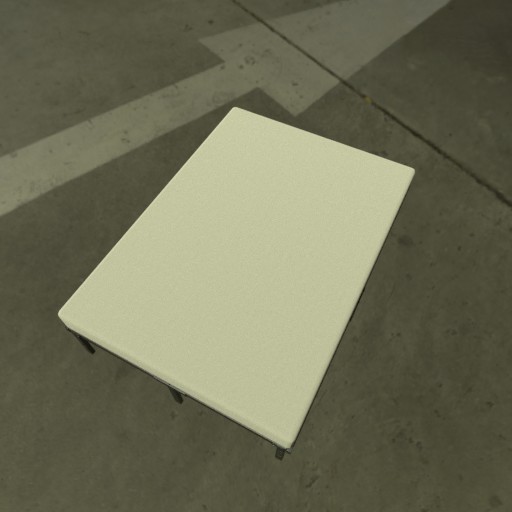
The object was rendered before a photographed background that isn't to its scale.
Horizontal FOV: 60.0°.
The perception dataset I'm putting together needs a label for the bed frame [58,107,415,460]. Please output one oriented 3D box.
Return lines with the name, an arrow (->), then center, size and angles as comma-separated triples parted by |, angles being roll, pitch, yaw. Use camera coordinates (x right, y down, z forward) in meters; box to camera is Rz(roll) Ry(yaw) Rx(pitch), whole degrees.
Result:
bed frame -> 0.000, 0.000, 3.846 | 2.205, 0.680, 2.842 | 30, 62, 18
